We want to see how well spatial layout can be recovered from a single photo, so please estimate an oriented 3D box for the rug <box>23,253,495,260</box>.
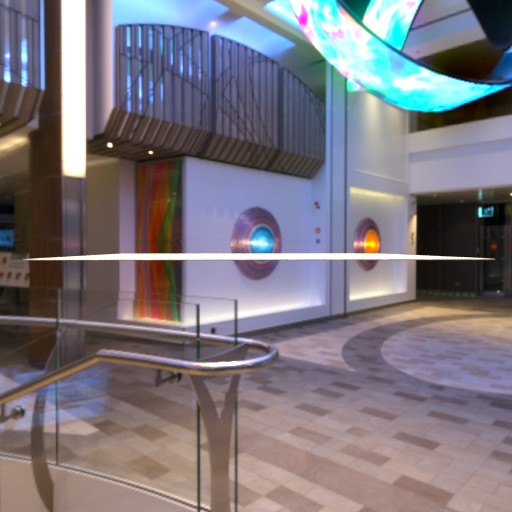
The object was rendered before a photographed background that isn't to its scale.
[{"bbox_3d":[0.000,0.000,3.851,2.892,0.006,2.283,0,1,-3],"label":"rug"}]
